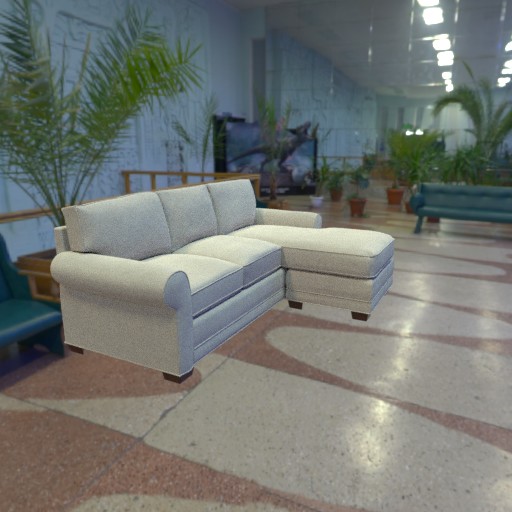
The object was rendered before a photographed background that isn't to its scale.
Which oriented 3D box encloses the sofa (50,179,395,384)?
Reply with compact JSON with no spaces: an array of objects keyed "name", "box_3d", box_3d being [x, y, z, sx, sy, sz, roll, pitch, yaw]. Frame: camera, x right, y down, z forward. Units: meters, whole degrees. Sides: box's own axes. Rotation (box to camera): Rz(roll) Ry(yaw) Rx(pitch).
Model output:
[{"name":"sofa","box_3d":[0.000,0.000,2.465,1.226,0.734,1.770,7,16,27]}]
